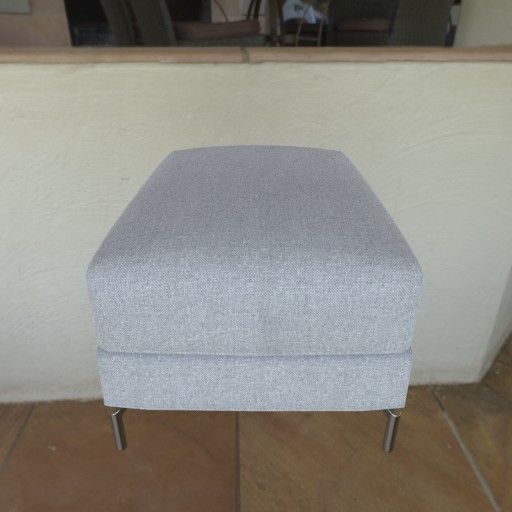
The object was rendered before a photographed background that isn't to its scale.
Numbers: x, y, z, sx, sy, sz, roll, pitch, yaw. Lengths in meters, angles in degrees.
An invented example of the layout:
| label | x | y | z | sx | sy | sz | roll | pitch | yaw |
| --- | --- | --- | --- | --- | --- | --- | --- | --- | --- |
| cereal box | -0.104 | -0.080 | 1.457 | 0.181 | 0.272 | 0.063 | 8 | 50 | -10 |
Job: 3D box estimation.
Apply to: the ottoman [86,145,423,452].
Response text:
| label | x | y | z | sx | sy | sz | roll | pitch | yaw |
| --- | --- | --- | --- | --- | --- | --- | --- | --- | --- |
| ottoman | 0.000 | 0.000 | 1.134 | 0.584 | 0.457 | 0.838 | 0 | 27 | 0 |
